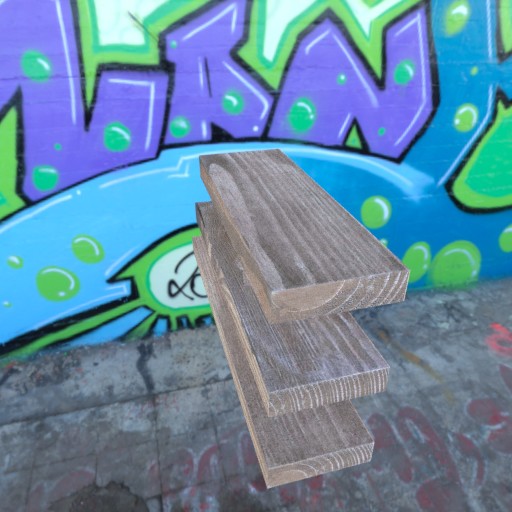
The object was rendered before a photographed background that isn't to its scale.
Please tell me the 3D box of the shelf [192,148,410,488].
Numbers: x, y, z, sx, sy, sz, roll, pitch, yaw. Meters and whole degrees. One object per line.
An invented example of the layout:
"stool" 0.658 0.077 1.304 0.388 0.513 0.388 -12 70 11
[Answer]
"shelf" 0.000 0.000 0.736 0.140 0.293 0.610 -8 31 -13
